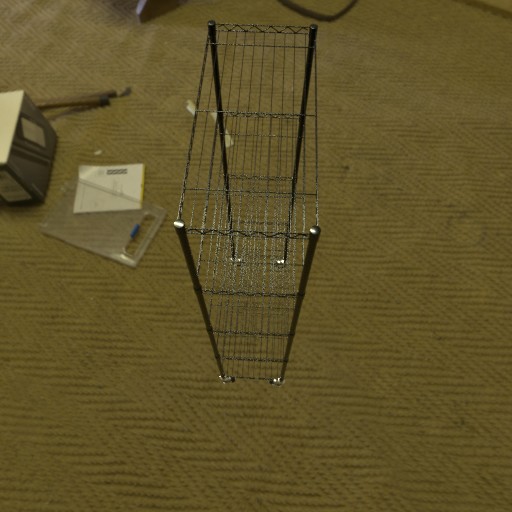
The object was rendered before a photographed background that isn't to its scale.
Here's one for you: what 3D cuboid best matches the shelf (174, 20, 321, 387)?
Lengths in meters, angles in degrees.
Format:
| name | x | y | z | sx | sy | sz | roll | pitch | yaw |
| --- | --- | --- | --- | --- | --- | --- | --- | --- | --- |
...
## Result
| name | x | y | z | sx | sy | sz | roll | pitch | yaw |
| --- | --- | --- | --- | --- | --- | --- | --- | --- | --- |
| shelf | 0.000 | 0.000 | 1.902 | 0.356 | 1.645 | 0.762 | 3 | 62 | 1 |
